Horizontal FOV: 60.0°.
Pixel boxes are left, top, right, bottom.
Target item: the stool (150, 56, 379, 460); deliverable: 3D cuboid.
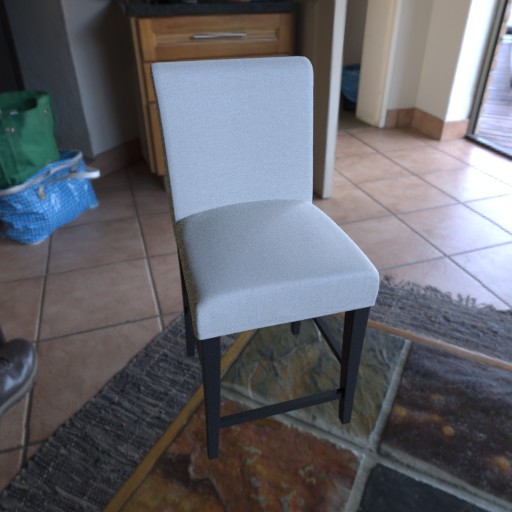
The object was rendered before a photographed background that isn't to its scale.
[{"bbox_3d":[0.000,0.000,1.279,0.452,0.976,0.597,-9,33,-14],"label":"stool"}]
